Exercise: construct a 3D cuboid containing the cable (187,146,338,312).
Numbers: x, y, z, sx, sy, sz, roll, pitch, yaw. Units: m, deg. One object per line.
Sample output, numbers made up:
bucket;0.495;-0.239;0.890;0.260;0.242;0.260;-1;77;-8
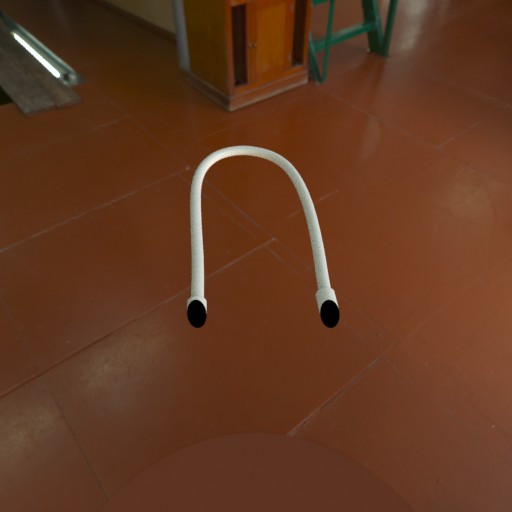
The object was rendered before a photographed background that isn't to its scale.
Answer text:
cable;0.000;0.000;0.112;0.041;0.005;0.098;-3;47;-3
